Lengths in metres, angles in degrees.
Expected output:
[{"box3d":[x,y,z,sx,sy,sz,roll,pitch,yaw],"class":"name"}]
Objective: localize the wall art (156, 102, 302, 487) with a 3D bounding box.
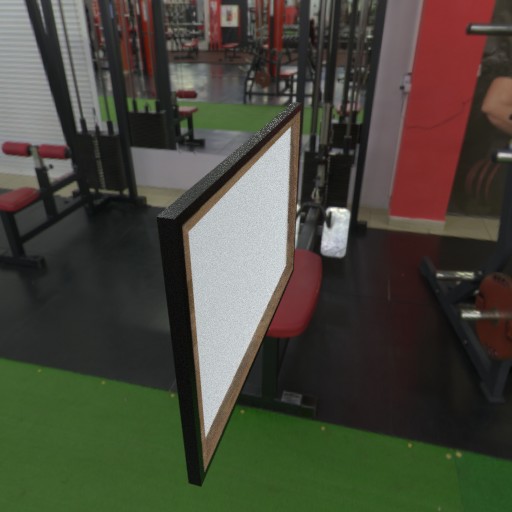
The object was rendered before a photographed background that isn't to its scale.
[{"box3d":[0.000,0.000,0.841,0.022,0.446,0.659,8,30,14],"class":"wall art"}]
